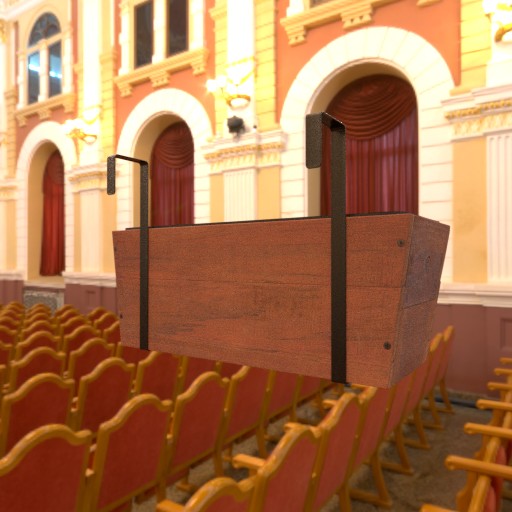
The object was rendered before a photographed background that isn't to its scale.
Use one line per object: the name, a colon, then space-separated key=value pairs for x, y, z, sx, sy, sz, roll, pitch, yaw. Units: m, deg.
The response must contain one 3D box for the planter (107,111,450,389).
planter: x=0.000 y=0.000 z=0.646 sx=0.480 sy=0.289 sz=0.262 roll=0 pitch=-1 yaw=35
